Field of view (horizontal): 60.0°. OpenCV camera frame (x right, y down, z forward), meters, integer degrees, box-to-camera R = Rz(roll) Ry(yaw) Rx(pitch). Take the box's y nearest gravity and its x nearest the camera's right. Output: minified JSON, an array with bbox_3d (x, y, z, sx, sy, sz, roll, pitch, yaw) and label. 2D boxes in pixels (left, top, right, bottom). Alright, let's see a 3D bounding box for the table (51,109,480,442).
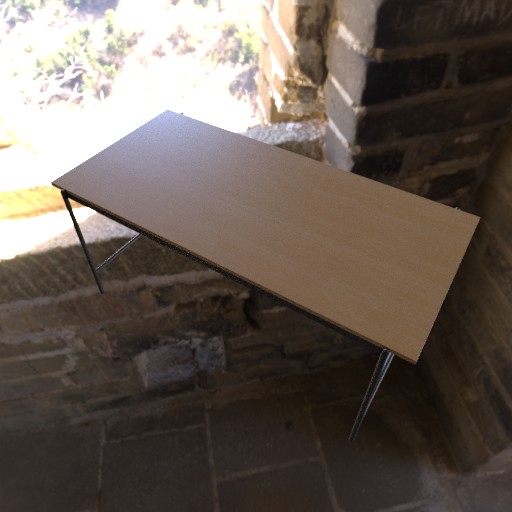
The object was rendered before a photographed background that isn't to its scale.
[{"bbox_3d":[0.000,0.000,2.313,1.800,0.758,0.900,25,51,22],"label":"table"}]
